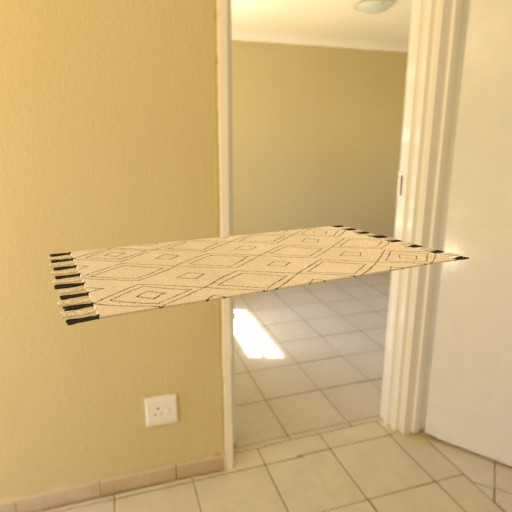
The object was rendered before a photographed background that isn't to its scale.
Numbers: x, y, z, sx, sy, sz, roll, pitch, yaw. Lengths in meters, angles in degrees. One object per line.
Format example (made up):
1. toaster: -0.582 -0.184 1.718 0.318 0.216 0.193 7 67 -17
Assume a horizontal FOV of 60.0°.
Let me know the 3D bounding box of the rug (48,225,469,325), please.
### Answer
1. rug: 0.000 0.000 3.275 2.755 0.021 1.524 -7 16 -26
